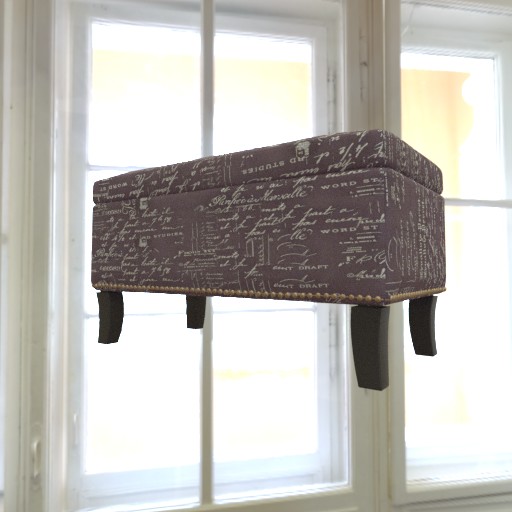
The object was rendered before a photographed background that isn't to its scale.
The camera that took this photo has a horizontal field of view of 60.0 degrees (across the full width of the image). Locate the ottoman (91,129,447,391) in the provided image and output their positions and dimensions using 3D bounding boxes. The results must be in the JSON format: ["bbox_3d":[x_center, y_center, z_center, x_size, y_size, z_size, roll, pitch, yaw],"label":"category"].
[{"bbox_3d":[0.000,0.000,1.101,0.813,0.457,0.406,-1,-1,36],"label":"ottoman"}]
